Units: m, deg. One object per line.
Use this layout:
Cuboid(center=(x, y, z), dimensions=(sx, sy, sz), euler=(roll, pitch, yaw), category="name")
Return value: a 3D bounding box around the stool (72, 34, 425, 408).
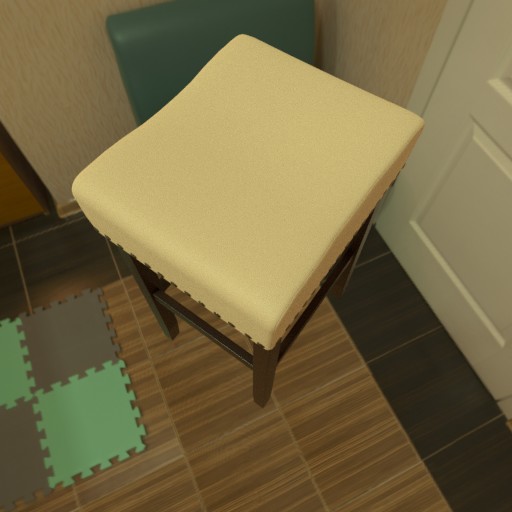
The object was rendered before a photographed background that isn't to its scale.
Cuboid(center=(0.000, 0.000, 1.052), dimensions=(0.401, 0.762, 0.471), euler=(33, 67, 16), category="stool")
